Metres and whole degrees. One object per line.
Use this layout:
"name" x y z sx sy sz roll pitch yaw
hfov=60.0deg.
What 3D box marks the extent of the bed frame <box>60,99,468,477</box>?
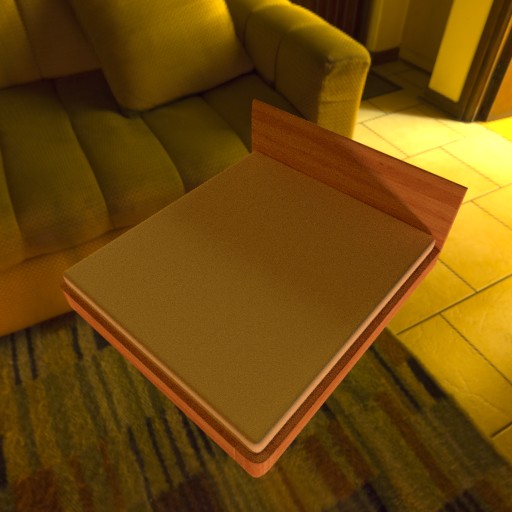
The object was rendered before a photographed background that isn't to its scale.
"bed frame" 0.000 0.000 3.125 1.872 0.940 2.092 32 54 27
